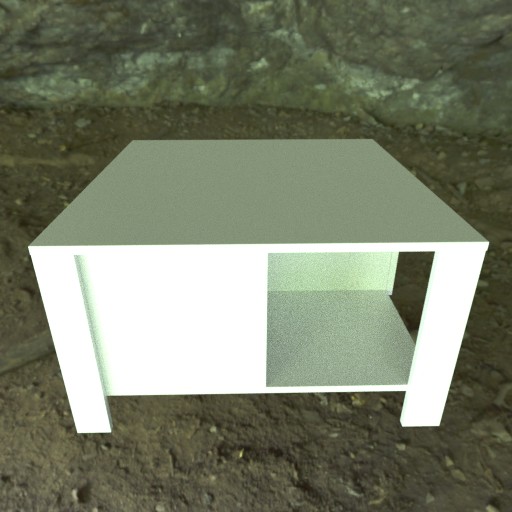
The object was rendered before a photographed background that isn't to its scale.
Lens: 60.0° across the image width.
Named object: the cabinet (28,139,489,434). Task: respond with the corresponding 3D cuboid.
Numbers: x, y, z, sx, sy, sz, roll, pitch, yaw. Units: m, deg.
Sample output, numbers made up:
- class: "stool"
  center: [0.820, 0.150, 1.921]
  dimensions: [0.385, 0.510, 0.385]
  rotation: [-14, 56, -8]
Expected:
- class: "cabinet"
  center: [0.000, 0.000, 1.228]
  dimensions: [0.800, 0.460, 0.800]
  rotation: [-1, 27, -1]
